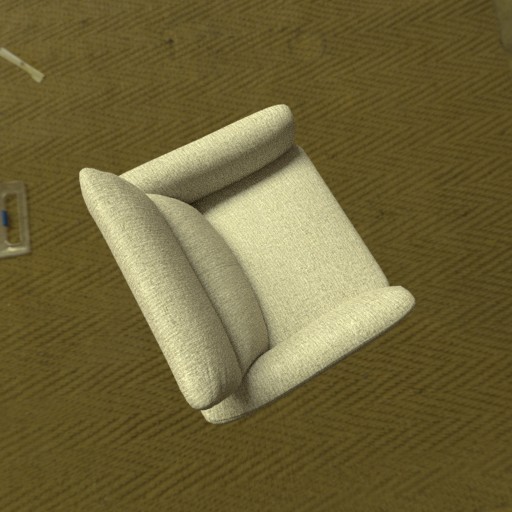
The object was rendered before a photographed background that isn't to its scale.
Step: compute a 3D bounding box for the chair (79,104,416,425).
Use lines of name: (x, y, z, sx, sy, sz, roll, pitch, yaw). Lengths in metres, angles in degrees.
chair: (0.000, 0.000, 1.664, 0.835, 0.967, 0.972, -29, 78, -7)
